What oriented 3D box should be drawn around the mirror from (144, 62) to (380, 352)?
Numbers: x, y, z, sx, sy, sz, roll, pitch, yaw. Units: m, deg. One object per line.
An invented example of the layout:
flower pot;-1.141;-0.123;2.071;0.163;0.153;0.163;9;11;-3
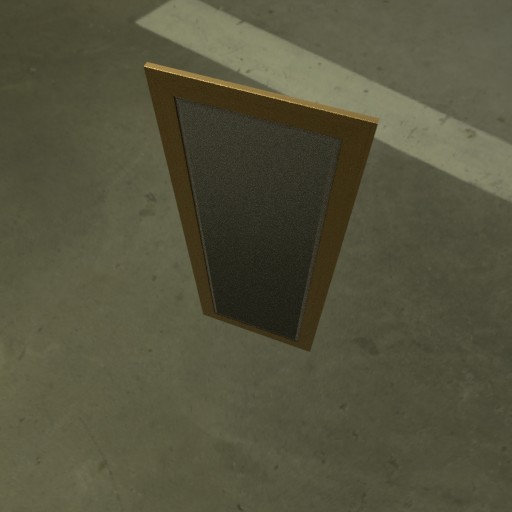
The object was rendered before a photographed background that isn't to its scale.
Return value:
mirror;0.000;0.000;2.310;0.812;2.031;0.025;18;60;11
